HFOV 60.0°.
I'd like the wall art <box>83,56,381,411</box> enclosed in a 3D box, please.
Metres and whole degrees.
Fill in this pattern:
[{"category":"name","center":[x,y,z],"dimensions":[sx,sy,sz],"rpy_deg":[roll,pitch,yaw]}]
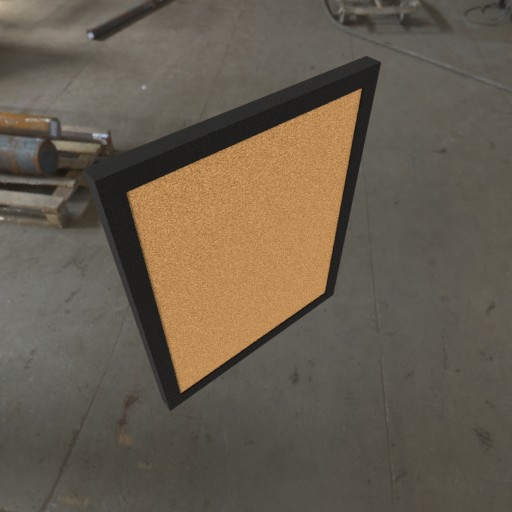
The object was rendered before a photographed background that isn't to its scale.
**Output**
[{"category":"wall art","center":[0.000,0.000,0.772],"dimensions":[0.457,0.559,0.029],"rpy_deg":[-31,54,-26]}]
